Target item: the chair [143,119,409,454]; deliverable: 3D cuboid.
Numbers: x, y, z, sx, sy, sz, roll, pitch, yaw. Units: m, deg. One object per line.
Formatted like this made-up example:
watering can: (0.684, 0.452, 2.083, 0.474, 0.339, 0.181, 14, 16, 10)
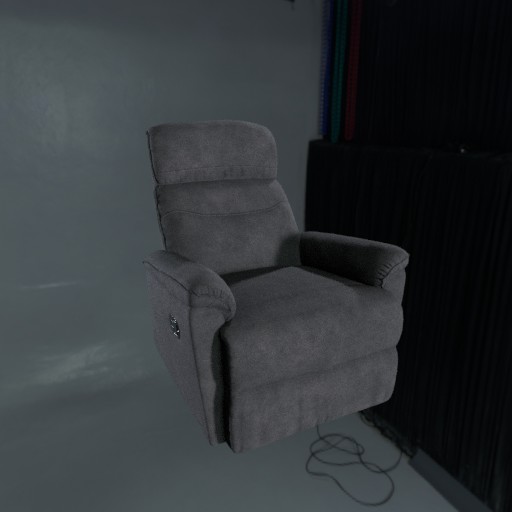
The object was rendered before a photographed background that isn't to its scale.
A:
chair: (0.000, 0.000, 1.740, 0.830, 1.035, 1.009, -8, 18, -26)
